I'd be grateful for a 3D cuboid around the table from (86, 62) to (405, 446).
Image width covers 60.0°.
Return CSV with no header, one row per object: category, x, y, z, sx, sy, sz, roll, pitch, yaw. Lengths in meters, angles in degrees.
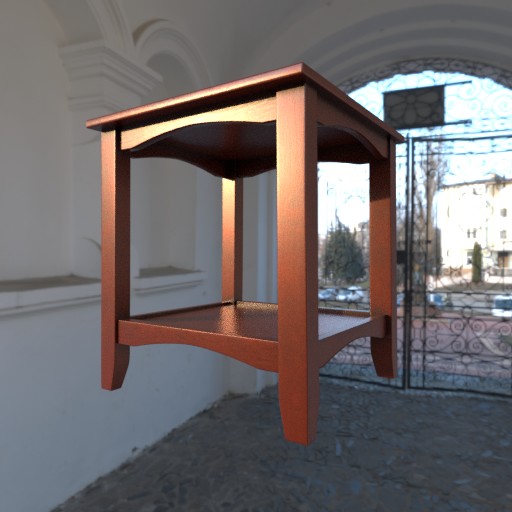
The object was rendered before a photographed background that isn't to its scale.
table,0.000,0.000,0.976,0.523,0.558,0.522,1,1,37
